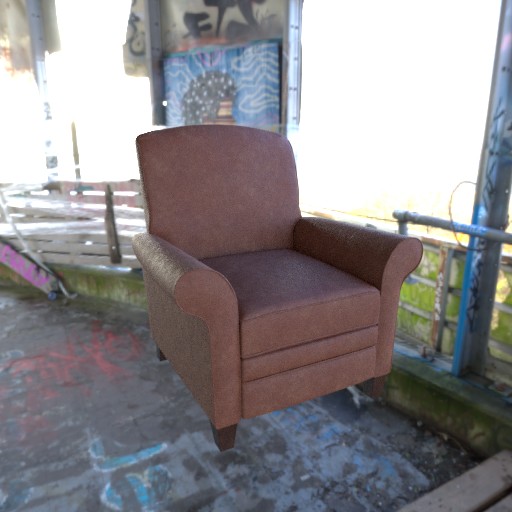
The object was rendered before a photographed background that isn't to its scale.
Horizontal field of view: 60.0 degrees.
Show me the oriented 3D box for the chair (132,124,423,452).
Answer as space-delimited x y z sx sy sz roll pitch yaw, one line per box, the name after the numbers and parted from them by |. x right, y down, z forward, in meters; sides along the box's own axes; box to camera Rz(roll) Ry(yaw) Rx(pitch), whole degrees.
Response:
0.000 0.000 1.840 0.978 1.061 0.902 -8 17 -27 | chair
